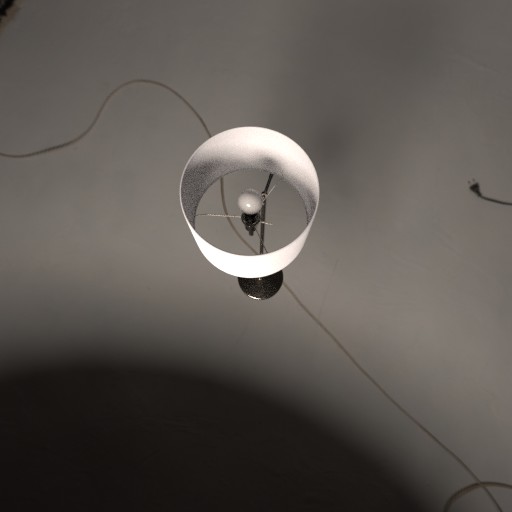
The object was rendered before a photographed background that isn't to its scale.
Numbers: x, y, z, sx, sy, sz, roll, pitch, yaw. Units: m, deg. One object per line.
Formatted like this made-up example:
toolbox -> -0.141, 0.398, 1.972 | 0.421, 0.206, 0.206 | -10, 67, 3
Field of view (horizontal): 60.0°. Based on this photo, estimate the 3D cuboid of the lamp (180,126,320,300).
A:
lamp -> 0.000, 0.000, 1.805 | 0.324, 1.600, 0.416 | 18, 76, 4
